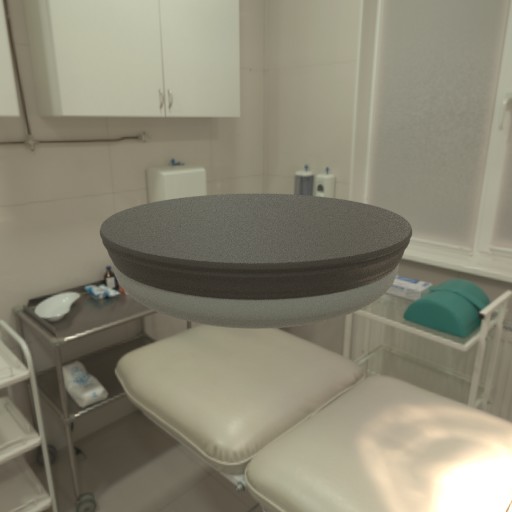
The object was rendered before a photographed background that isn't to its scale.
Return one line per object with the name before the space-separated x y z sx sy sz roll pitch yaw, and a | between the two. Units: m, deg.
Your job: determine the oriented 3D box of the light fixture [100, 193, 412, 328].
light fixture | 0.000 0.000 0.564 0.368 0.100 0.368 0 17 0
